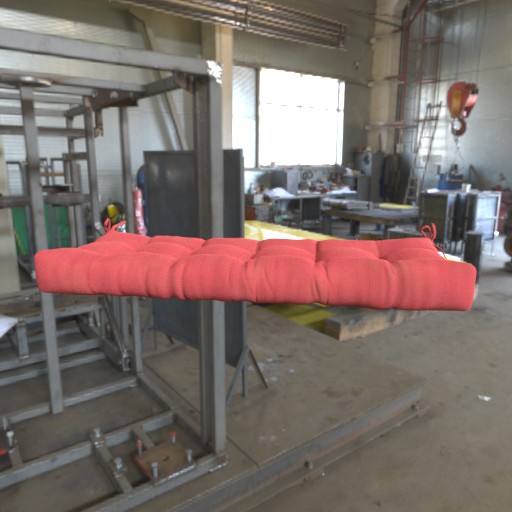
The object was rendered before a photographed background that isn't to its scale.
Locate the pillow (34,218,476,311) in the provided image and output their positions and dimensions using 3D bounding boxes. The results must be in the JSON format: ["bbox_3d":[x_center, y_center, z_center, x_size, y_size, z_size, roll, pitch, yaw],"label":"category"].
[{"bbox_3d":[0.000,0.000,1.340,1.194,0.174,0.511,2,12,8],"label":"pillow"}]
